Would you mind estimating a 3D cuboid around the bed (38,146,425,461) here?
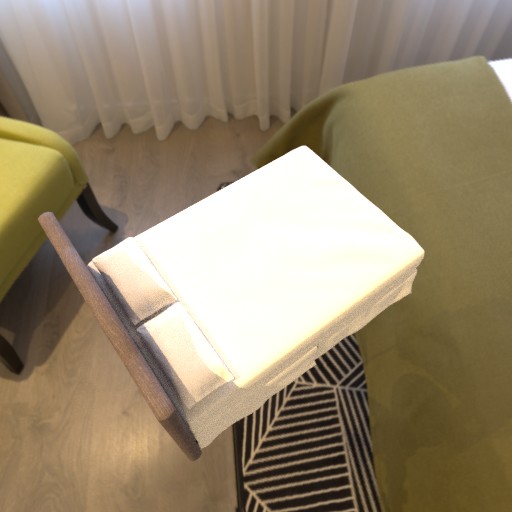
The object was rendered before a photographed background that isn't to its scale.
[{"bbox_3d":[0.000,0.000,3.587,2.507,1.441,1.741,-32,63,-19],"label":"bed"}]
